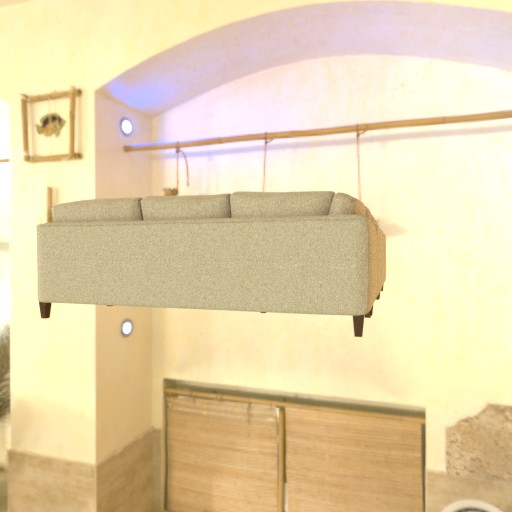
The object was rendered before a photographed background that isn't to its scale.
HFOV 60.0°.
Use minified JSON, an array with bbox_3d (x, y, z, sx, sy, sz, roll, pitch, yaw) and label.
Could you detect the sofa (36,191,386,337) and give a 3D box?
[{"bbox_3d":[0.000,0.000,4.722,2.593,0.959,3.460,0,1,18],"label":"sofa"}]
